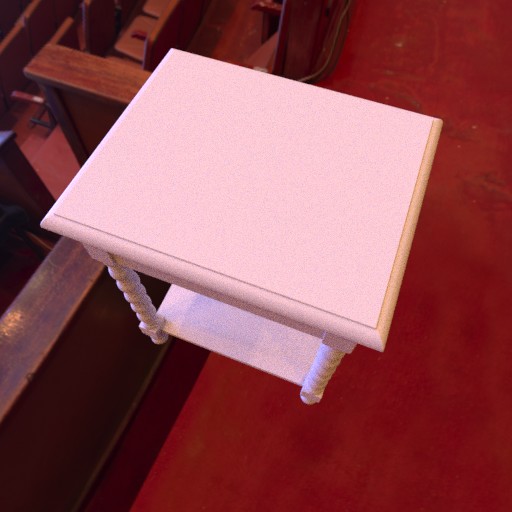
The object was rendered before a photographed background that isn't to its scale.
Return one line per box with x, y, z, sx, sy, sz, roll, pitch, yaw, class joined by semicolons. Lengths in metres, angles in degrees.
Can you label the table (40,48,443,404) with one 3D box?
0.000;0.000;0.845;0.460;0.531;0.381;19;63;10;table
